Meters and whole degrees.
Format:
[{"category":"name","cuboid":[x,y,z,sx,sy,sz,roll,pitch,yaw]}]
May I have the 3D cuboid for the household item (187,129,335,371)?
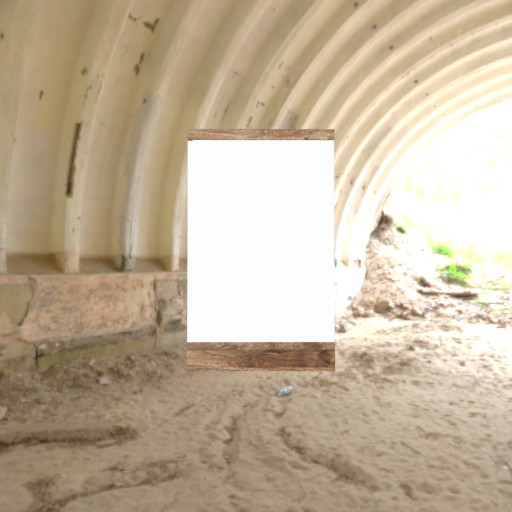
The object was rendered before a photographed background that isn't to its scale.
[{"category":"household item","cuboid":[0.000,0.000,2.025,0.390,0.615,1.800,0,-1,0]}]
